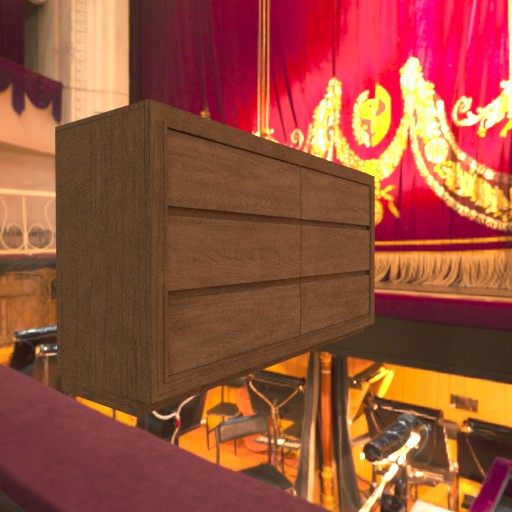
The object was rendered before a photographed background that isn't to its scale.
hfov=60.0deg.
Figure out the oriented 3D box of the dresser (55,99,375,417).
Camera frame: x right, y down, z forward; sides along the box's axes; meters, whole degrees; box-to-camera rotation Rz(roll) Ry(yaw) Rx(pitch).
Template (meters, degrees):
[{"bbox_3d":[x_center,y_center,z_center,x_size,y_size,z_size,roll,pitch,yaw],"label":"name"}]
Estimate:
[{"bbox_3d":[0.000,0.000,2.013,0.483,0.889,1.628,1,1,36],"label":"dresser"}]
